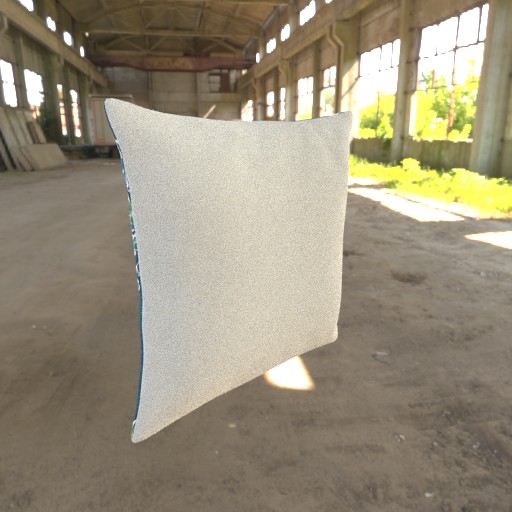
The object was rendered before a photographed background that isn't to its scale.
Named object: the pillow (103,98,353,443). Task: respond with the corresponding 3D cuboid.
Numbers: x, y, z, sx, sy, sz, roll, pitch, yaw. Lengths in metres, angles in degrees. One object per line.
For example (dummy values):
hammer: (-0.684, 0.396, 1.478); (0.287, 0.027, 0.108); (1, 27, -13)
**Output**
pillow: (0.000, 0.000, 0.790); (0.525, 0.508, 0.166); (-15, 22, -42)
